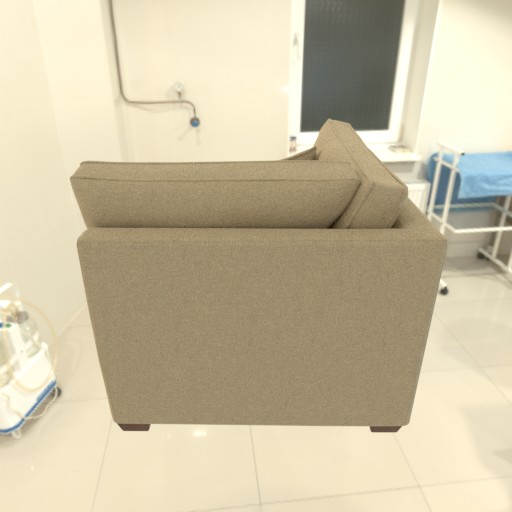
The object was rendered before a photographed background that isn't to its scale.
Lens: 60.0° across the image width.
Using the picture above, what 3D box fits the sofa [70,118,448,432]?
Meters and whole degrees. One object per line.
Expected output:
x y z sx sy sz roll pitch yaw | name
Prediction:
0.000 0.000 1.918 1.146 1.002 1.084 0 27 0 | sofa
